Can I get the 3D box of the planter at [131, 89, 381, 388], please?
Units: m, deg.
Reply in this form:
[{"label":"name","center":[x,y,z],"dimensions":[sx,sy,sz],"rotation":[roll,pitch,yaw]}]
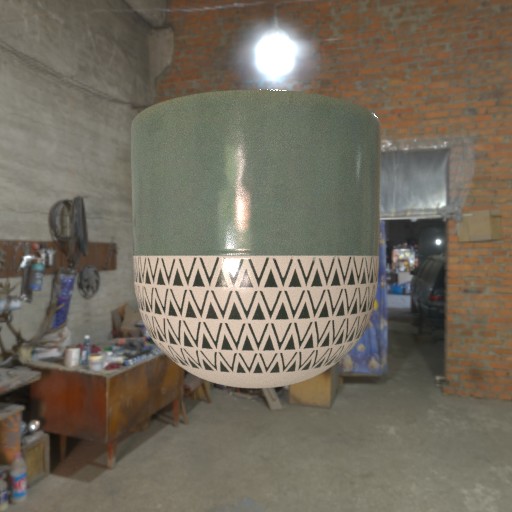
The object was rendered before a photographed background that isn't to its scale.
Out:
[{"label":"planter","center":[0.000,0.000,0.490],"dimensions":[0.266,0.270,0.266],"rotation":[0,0,0]}]
